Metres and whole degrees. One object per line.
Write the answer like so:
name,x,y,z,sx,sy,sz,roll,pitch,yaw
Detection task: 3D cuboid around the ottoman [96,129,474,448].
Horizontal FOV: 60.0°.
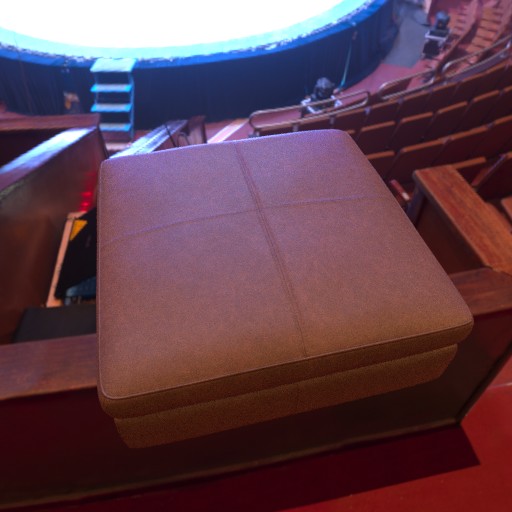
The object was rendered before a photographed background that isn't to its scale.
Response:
ottoman,0.000,0.000,1.752,1.168,0.490,1.168,-10,48,-9
